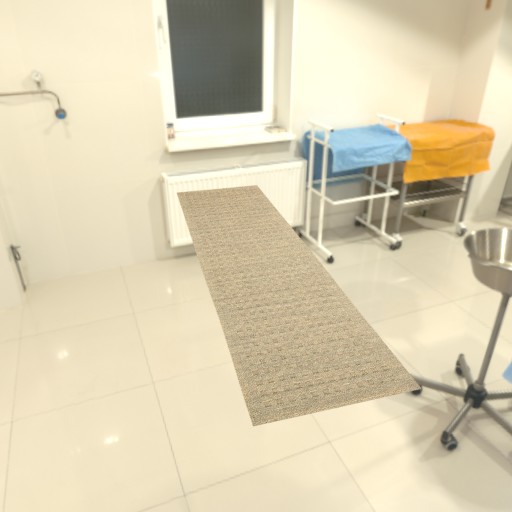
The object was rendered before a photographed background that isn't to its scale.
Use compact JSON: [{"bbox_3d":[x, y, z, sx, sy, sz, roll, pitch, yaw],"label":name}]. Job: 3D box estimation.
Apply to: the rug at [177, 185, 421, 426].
[{"bbox_3d":[0.000,0.000,2.689,0.688,0.005,2.437,-7,29,-13],"label":"rug"}]
